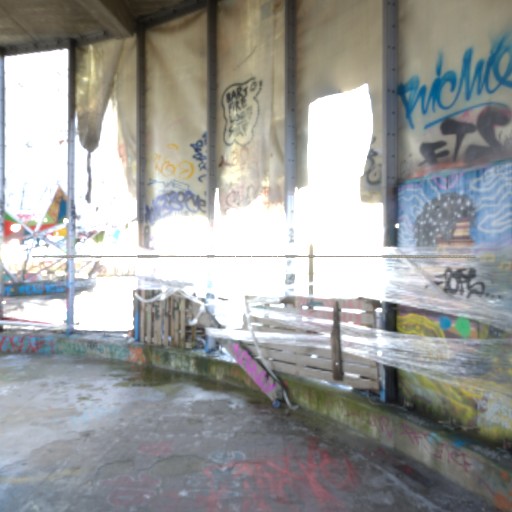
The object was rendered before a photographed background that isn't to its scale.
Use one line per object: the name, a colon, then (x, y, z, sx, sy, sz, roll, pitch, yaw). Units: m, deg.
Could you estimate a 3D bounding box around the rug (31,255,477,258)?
rug: (0.000, 0.000, 3.023, 2.294, 0.014, 1.528, 0, 0, 1)
